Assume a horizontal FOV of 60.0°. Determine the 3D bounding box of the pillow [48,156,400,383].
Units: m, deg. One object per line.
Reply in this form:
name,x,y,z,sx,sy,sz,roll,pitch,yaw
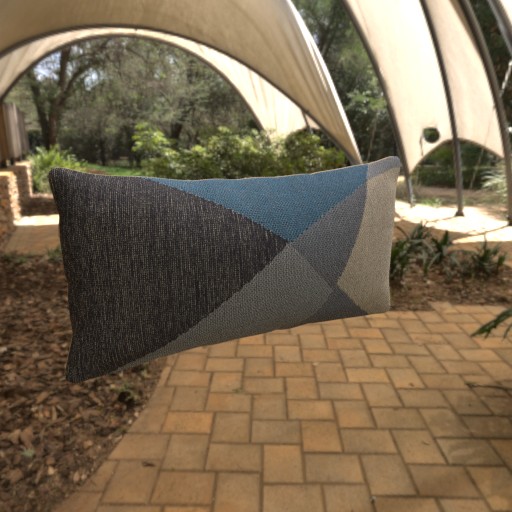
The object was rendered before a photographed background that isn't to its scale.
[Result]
pillow,0.000,0.000,0.723,0.604,0.307,0.148,-8,17,-26
